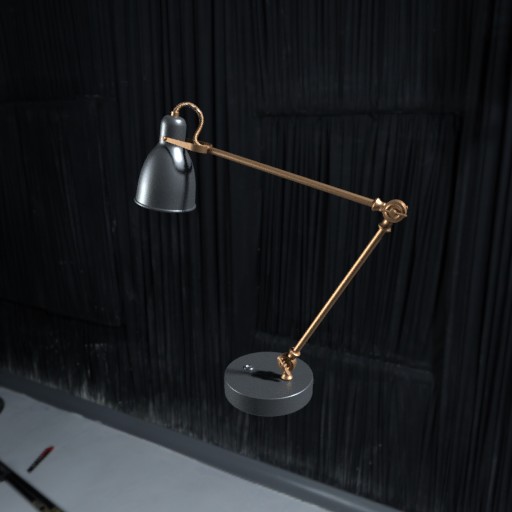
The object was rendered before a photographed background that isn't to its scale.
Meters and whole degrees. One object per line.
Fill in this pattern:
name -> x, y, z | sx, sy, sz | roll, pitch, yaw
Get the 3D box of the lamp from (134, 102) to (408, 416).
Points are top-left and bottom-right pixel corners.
lamp -> 0.000, 0.000, 0.879 | 0.561, 0.587, 0.187 | 8, 18, 26
